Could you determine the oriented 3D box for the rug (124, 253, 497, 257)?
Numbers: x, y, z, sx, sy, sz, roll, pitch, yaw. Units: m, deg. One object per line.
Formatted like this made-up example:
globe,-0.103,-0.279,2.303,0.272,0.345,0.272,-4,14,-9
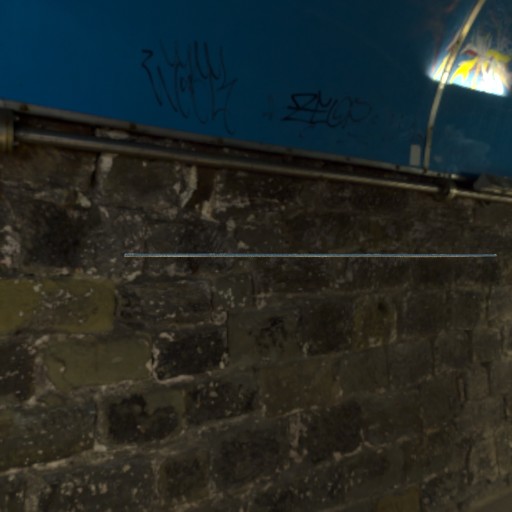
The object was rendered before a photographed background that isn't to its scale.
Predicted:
rug,0.000,0.000,4.264,2.432,0.018,3.342,0,0,-17
